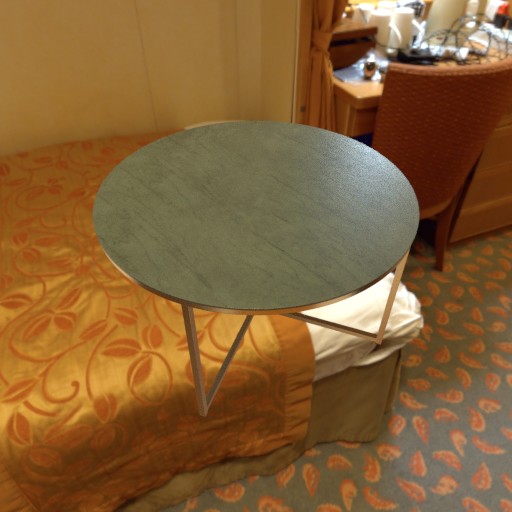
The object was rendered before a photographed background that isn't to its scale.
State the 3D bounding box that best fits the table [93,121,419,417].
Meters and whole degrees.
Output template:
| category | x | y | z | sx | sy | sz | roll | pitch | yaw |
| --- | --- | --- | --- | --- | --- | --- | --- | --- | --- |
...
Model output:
| category | x | y | z | sx | sy | sz | roll | pitch | yaw |
| --- | --- | --- | --- | --- | --- | --- | --- | --- | --- |
| table | 0.000 | 0.000 | 1.276 | 0.800 | 0.450 | 0.800 | 0 | 42 | 0 |
